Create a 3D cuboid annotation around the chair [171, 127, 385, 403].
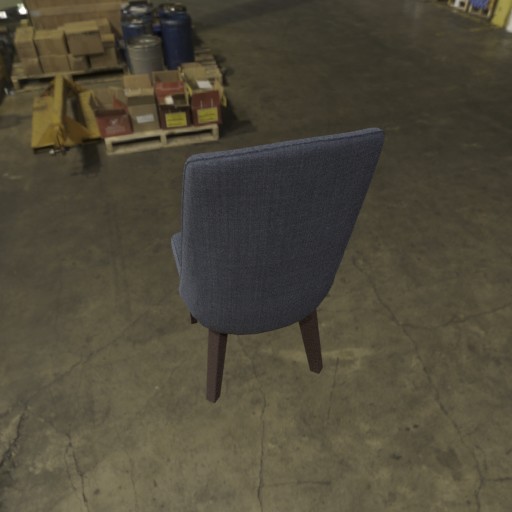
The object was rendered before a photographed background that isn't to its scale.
[{"bbox_3d":[0.000,0.000,1.388,0.510,1.050,0.577,-12,43,-13],"label":"chair"}]
